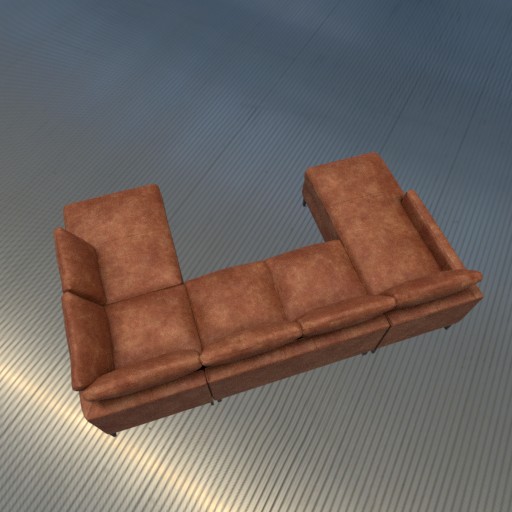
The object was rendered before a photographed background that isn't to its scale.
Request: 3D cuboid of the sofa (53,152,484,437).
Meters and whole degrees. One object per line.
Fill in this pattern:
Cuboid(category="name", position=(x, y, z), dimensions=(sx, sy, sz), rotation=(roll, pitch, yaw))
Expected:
Cuboid(category="sofa", position=(0.000, 0.000, 3.683), dimensions=(2.956, 0.900, 1.939), rotation=(-15, 60, -9))
